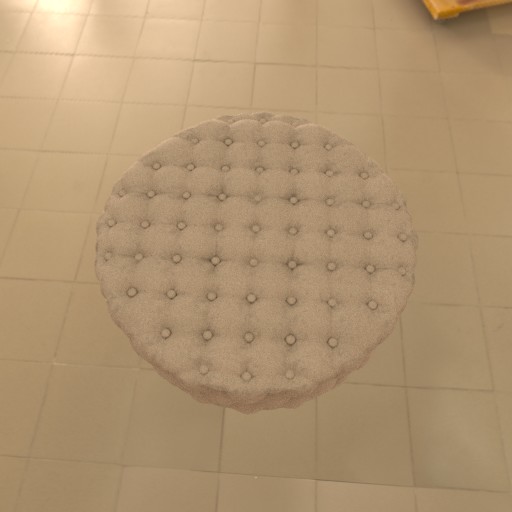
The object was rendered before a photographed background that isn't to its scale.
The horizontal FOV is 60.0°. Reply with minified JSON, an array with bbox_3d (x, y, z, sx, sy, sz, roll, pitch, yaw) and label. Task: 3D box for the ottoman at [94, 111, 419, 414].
[{"bbox_3d":[0.000,0.000,1.509,0.998,0.399,0.998,0,63,0],"label":"ottoman"}]
